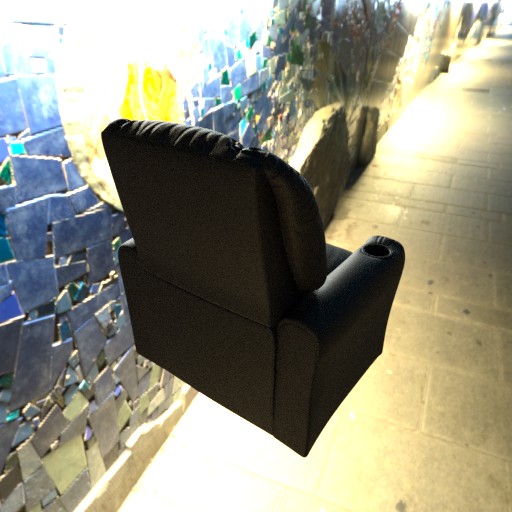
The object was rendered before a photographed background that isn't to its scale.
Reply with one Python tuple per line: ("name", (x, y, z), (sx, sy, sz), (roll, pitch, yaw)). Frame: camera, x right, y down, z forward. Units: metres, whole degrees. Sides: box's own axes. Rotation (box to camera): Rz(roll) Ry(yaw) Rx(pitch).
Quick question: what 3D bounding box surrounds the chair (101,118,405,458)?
("chair", (0.000, 0.000, 1.103), (0.610, 0.709, 0.521), (20, 35, 32))
